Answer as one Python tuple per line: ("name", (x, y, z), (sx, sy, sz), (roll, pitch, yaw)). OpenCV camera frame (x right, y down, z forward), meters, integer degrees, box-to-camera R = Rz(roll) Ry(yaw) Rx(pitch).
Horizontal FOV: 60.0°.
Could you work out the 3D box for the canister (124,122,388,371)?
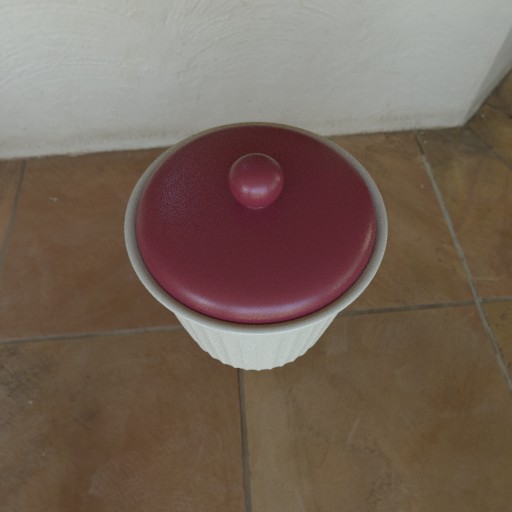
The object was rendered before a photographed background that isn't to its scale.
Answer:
("canister", (0.000, 0.000, 0.357), (0.181, 0.211, 0.181), (0, 58, 0))
